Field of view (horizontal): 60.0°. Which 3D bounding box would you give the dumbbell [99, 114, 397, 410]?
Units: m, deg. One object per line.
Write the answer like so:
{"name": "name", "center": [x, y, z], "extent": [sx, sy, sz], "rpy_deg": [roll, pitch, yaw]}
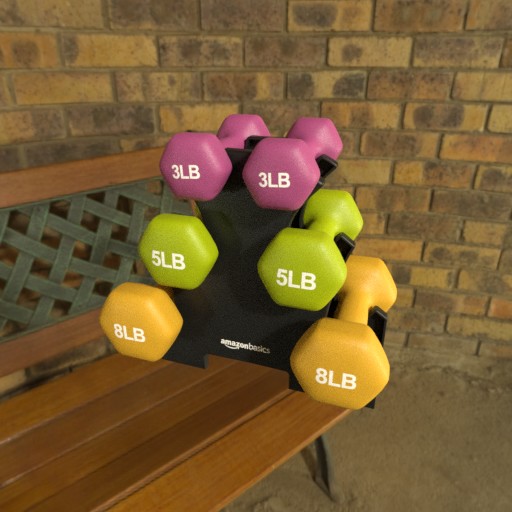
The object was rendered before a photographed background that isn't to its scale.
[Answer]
{"name": "dumbbell", "center": [0.000, 0.000, 0.473], "extent": [0.300, 0.271, 0.190], "rpy_deg": [8, 26, 17]}
